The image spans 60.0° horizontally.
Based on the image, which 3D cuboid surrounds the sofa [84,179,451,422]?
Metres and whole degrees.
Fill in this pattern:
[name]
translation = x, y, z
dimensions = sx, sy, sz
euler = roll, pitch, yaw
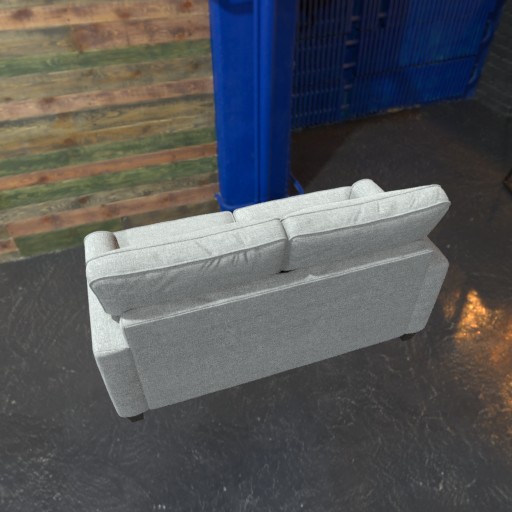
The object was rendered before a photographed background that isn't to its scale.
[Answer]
[sofa]
translation = 0.000, 0.000, 2.286
dimensions = 1.651, 0.965, 0.965
euler = -13, 44, -14
